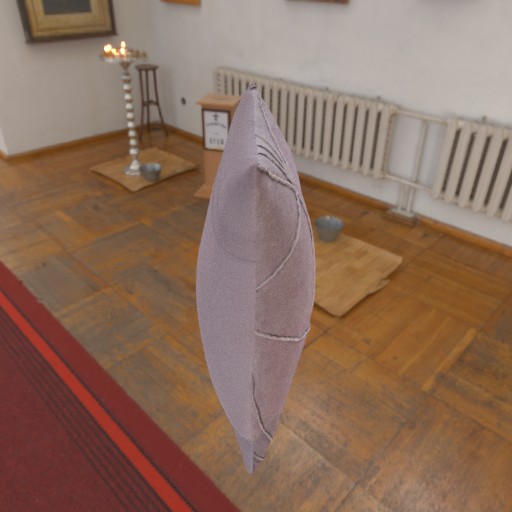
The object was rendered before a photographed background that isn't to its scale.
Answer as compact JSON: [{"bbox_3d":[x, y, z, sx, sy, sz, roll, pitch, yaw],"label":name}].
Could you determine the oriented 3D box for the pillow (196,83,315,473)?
[{"bbox_3d":[0.000,0.000,0.683,0.185,0.440,0.439,0,32,-1],"label":"pillow"}]
